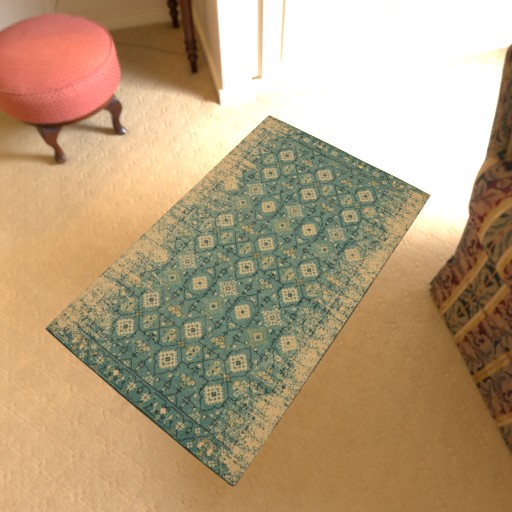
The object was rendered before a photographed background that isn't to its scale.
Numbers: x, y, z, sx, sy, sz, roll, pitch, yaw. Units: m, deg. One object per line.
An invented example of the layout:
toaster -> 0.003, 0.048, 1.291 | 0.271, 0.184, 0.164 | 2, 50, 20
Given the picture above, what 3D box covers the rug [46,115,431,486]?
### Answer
rug -> 0.000, 0.000, 2.241 | 1.102, 0.008, 1.795 | 32, 64, 18
